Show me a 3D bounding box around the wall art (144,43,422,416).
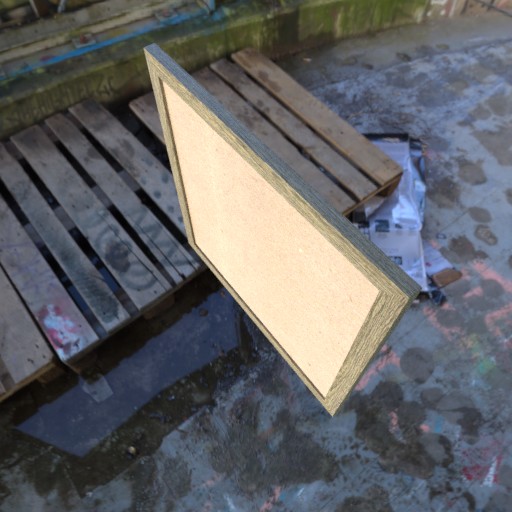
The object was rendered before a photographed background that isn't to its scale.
[{"bbox_3d":[0.000,0.000,0.751,0.019,0.508,0.508,-33,64,-19],"label":"wall art"}]
